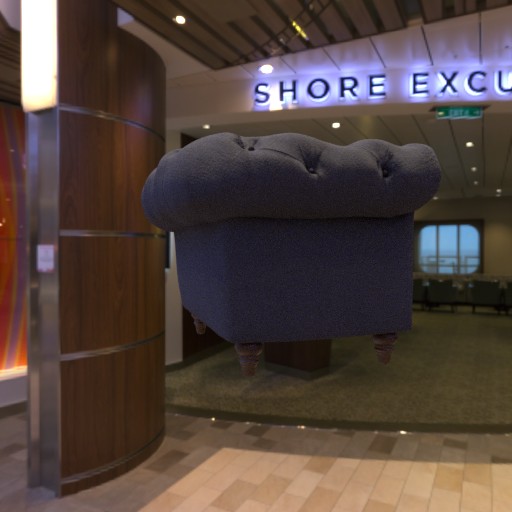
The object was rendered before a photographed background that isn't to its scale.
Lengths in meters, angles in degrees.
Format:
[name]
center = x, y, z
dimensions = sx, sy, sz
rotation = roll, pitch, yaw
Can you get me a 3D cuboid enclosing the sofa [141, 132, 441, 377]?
[sofa]
center = 0.000, 0.000, 2.095
dimensions = 1.032, 0.878, 1.405
rotation = 0, 1, -19
